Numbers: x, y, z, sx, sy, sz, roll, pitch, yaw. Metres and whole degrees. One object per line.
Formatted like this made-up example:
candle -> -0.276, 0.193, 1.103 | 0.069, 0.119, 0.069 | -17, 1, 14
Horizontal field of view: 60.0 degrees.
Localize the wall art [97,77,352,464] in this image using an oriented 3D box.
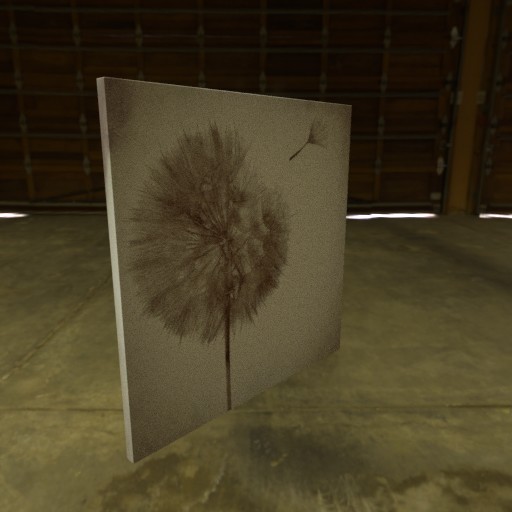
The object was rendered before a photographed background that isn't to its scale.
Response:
wall art -> 0.000, 0.000, 1.113 | 0.027, 0.762, 0.762 | 13, 19, 43
